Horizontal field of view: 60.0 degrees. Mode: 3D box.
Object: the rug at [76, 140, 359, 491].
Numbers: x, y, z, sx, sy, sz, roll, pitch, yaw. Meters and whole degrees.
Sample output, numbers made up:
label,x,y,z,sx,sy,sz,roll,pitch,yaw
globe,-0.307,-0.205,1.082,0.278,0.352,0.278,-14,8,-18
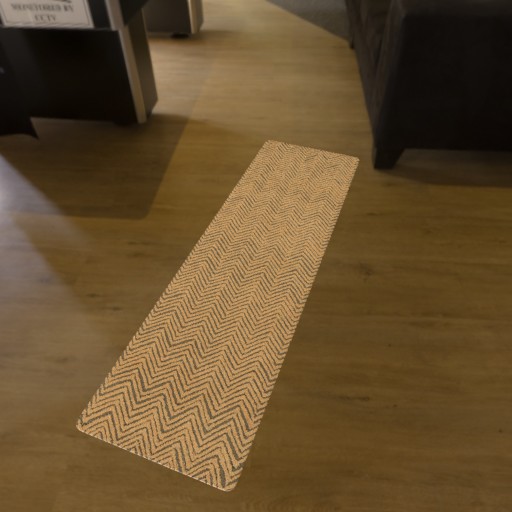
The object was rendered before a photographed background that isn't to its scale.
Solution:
label,x,y,z,sx,sy,sz,roll,pitch,yaw
rug,0.000,0.000,2.417,0.686,0.008,2.286,15,48,14
